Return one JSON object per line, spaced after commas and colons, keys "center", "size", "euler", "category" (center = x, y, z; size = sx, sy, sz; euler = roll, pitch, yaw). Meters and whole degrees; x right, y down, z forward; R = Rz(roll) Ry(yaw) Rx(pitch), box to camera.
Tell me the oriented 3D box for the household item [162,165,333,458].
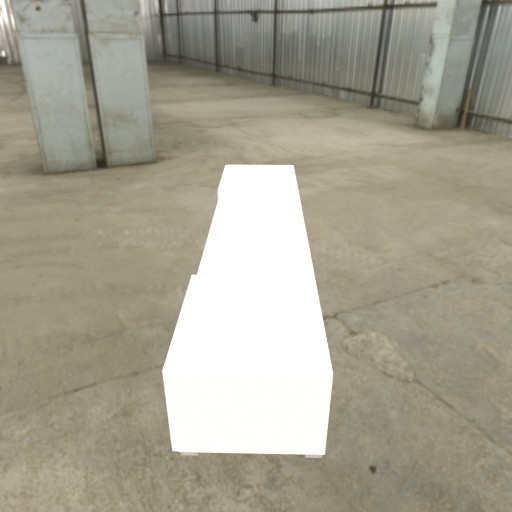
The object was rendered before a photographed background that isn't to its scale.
{"center": [0.000, 0.000, 1.980], "size": [0.420, 0.310, 1.850], "euler": [1, 27, 1], "category": "household item"}
